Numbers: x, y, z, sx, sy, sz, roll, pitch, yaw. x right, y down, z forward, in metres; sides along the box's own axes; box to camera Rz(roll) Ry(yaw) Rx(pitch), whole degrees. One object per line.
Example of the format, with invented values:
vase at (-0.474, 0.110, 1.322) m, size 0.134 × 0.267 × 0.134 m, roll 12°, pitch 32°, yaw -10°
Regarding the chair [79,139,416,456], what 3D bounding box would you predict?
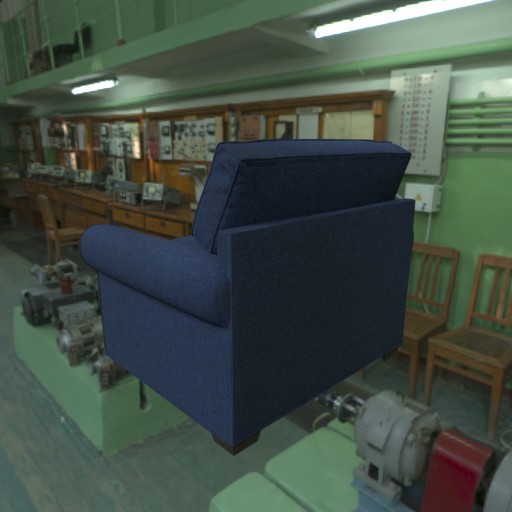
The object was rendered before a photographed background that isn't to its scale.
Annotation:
chair at (0.000, 0.000, 2.047) m, size 1.285 × 1.044 × 0.963 m, roll -14°, pitch 20°, yaw -42°
